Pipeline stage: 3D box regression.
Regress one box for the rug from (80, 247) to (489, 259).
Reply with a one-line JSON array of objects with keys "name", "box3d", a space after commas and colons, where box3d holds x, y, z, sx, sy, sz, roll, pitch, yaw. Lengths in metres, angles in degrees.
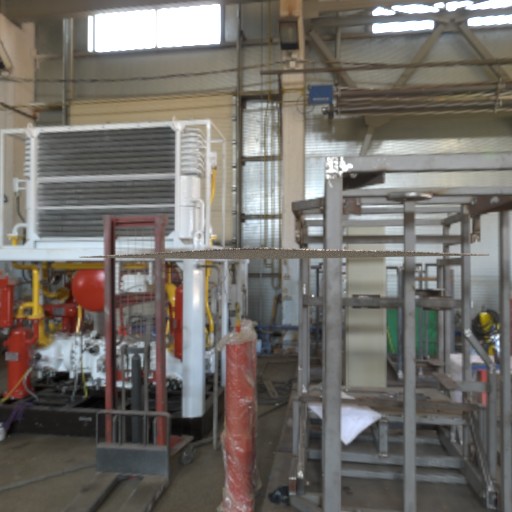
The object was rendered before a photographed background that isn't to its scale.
[{"name": "rug", "box3d": [0.000, 0.000, 5.273, 2.997, 0.020, 4.093, 1, -1, -37]}]
